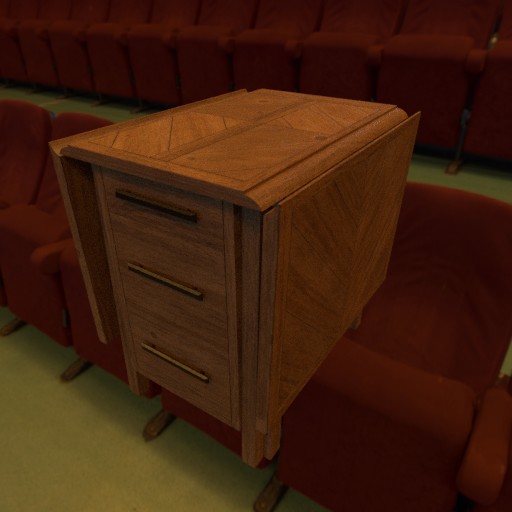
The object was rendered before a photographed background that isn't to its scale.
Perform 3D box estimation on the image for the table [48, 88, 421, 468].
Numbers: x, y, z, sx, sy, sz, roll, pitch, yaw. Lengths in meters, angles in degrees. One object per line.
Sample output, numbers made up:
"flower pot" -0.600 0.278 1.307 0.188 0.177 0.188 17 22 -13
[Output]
"table" 0.000 0.000 1.281 0.591 0.763 0.746 19 36 29
